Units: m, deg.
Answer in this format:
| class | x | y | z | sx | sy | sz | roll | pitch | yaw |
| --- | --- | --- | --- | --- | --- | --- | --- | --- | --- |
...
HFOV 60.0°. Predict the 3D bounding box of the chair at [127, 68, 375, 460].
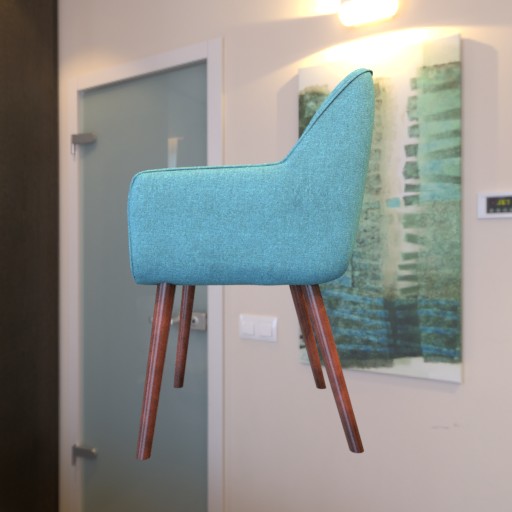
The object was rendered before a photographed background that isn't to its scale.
| class | x | y | z | sx | sy | sz | roll | pitch | yaw |
| --- | --- | --- | --- | --- | --- | --- | --- | --- | --- |
| chair | 0.000 | 0.000 | 1.126 | 0.519 | 0.803 | 0.543 | 0 | 0 | -1 |
